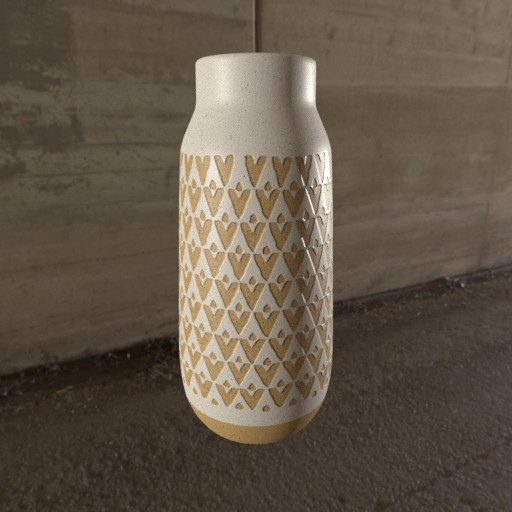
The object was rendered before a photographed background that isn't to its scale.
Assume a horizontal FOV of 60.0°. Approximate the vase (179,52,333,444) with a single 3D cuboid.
[{"bbox_3d":[0.000,0.000,0.378,0.137,0.307,0.137,0,17,0],"label":"vase"}]
